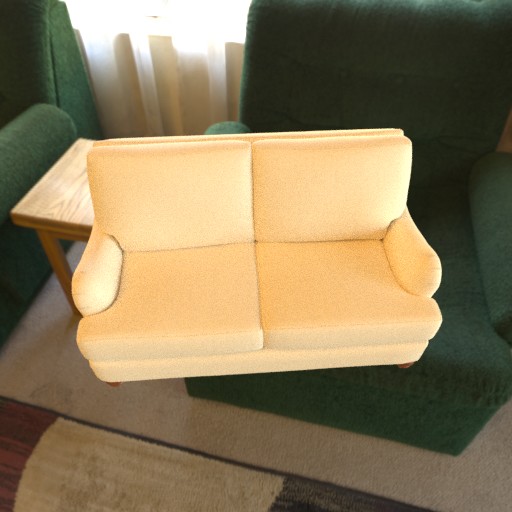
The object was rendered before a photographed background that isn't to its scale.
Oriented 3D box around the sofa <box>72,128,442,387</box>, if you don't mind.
[{"bbox_3d":[0.000,0.000,2.504,1.853,1.101,1.084,-3,46,-3],"label":"sofa"}]
